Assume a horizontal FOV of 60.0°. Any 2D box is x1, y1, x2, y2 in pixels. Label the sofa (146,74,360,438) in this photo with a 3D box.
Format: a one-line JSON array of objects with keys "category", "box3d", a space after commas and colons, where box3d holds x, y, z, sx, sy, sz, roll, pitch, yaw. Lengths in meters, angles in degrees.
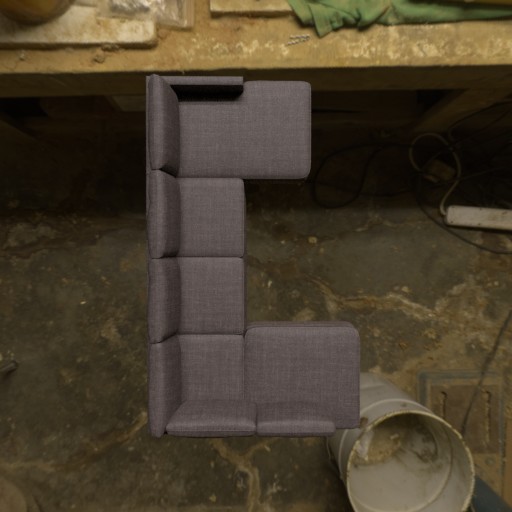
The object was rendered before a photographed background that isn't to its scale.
[{"category": "sofa", "box3d": [0.000, 0.000, 4.368, 2.048, 0.999, 3.423, 0, 91, -1]}]
